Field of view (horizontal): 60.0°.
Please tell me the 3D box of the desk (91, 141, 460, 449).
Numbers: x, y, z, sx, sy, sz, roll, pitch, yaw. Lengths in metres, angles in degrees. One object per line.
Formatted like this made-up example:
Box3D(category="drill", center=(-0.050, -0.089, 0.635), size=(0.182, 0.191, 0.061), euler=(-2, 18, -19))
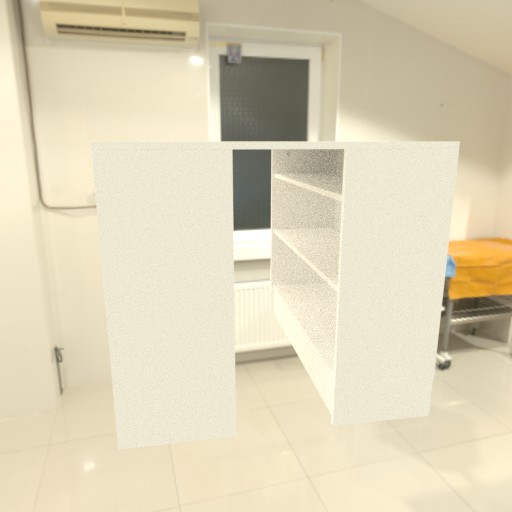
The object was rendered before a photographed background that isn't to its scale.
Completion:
Box3D(category="desk", center=(0.000, 0.000, 1.637), size=(0.926, 0.818, 0.940), euler=(-2, 15, -9))
